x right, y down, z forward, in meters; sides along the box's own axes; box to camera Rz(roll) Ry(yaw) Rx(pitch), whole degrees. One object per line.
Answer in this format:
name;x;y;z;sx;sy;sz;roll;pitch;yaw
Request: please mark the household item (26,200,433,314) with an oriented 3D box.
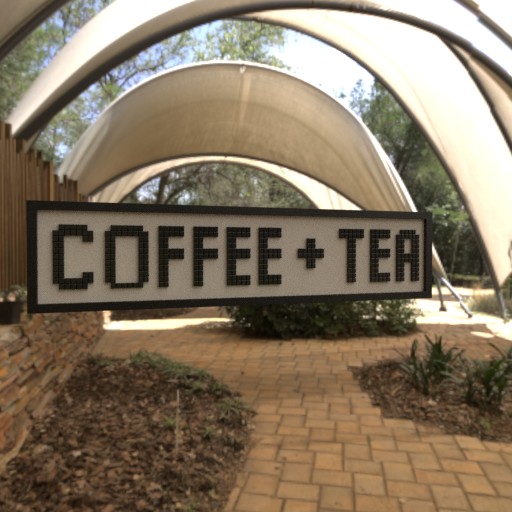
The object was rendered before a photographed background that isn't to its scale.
household item;0.000;0.000;1.078;1.001;0.236;0.030;0;1;-17
